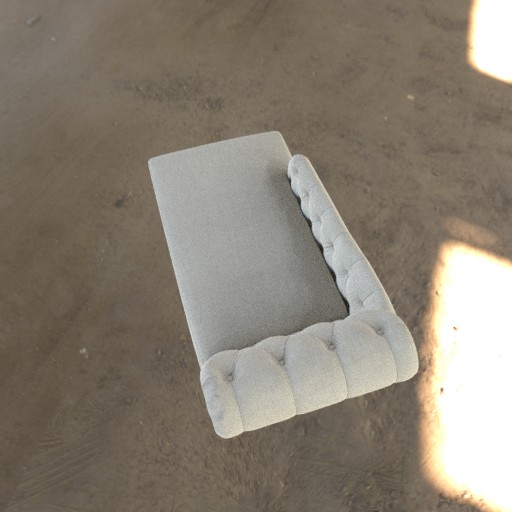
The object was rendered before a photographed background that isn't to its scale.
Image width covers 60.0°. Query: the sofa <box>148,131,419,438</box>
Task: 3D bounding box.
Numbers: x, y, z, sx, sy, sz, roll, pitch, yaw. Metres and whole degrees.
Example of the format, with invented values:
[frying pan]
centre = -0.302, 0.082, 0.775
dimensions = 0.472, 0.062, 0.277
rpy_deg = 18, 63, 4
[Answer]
[sofa]
centre = 0.000, 0.000, 1.815
dimensions = 0.675, 0.787, 1.379
rpy_deg = -15, 60, -9
